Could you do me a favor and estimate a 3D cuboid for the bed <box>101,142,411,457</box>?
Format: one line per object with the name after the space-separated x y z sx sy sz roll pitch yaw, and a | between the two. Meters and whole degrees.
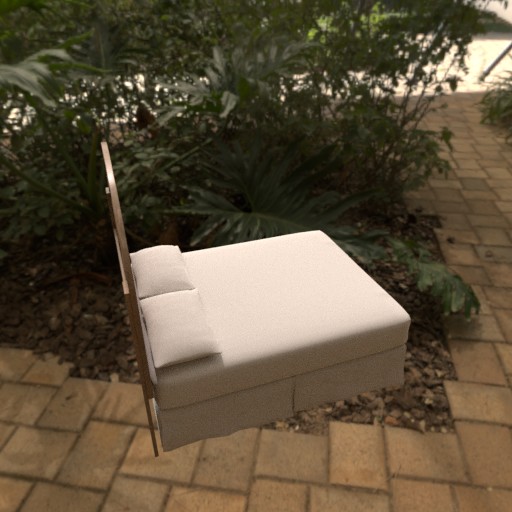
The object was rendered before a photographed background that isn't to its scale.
0.000 0.000 3.596 2.112 2.002 1.713 -10 33 -17 | bed
